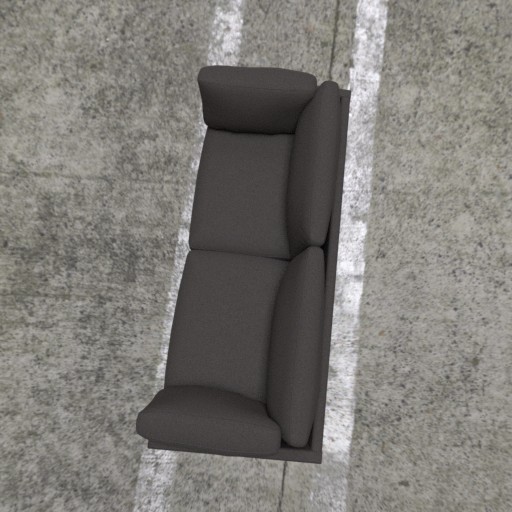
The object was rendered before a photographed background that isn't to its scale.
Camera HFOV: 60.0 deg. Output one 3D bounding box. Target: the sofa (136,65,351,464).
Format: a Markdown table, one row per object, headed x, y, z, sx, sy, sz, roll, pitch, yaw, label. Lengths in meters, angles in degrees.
| x | y | z | sx | sy | sz | roll | pitch | yaw | label |
| --- | --- | --- | --- | --- | --- | --- | --- | --- | --- |
| 0.000 | 0.000 | 2.786 | 0.969 | 0.792 | 2.312 | 7 | 76 | 2 | sofa |
